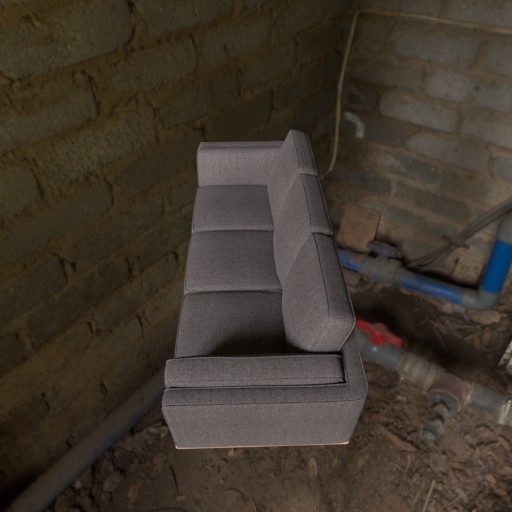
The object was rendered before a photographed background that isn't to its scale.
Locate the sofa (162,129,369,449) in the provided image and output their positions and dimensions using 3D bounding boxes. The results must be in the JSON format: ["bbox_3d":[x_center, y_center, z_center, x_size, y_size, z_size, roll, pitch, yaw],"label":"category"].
[{"bbox_3d":[0.000,0.000,2.849,0.903,0.899,2.362,-1,41,-1],"label":"sofa"}]
